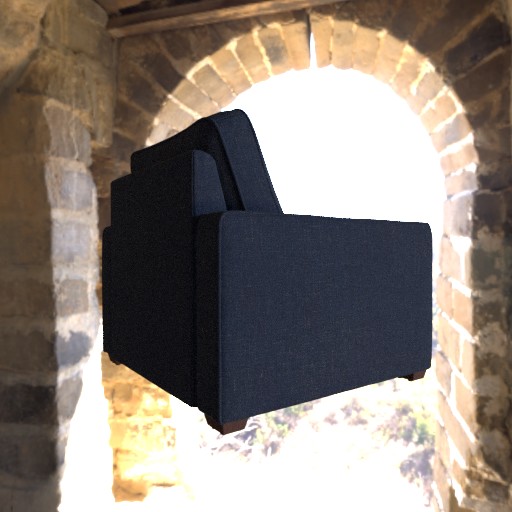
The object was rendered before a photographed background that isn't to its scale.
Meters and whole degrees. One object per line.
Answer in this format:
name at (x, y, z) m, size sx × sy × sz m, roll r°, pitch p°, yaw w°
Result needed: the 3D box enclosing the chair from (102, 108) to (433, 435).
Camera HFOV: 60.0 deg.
chair at (0.000, 0.000, 1.775) m, size 0.940 × 0.919 × 1.017 m, roll -1°, pitch 1°, yaw -35°
